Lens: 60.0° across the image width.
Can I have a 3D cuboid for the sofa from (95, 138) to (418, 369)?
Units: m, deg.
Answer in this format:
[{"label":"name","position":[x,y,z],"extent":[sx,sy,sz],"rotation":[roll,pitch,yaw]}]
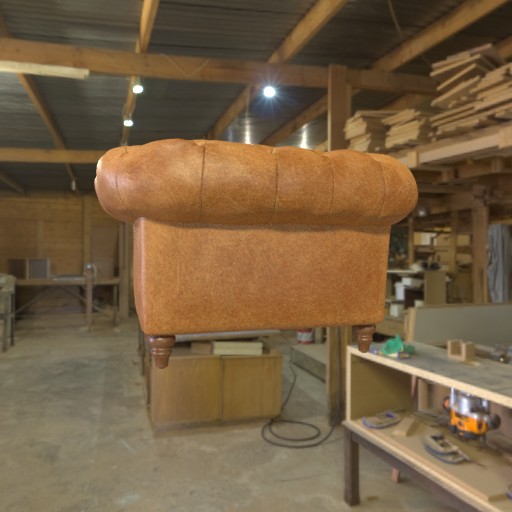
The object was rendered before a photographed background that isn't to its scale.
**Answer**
[{"label":"sofa","position":[0.000,0.000,2.040],"extent":[1.405,0.878,1.033],"rotation":[0,0,-18]}]
